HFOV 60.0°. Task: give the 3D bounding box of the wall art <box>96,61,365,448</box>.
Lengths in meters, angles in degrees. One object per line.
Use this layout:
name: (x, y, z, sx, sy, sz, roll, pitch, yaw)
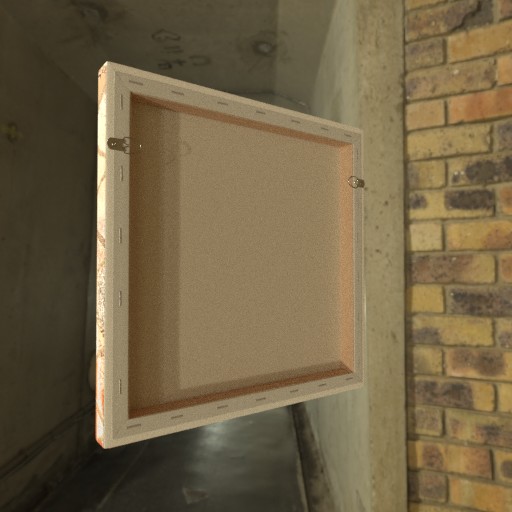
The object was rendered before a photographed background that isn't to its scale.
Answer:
wall art: (0.000, 0.000, 0.736, 0.507, 0.508, 0.038, 1, -1, -36)
